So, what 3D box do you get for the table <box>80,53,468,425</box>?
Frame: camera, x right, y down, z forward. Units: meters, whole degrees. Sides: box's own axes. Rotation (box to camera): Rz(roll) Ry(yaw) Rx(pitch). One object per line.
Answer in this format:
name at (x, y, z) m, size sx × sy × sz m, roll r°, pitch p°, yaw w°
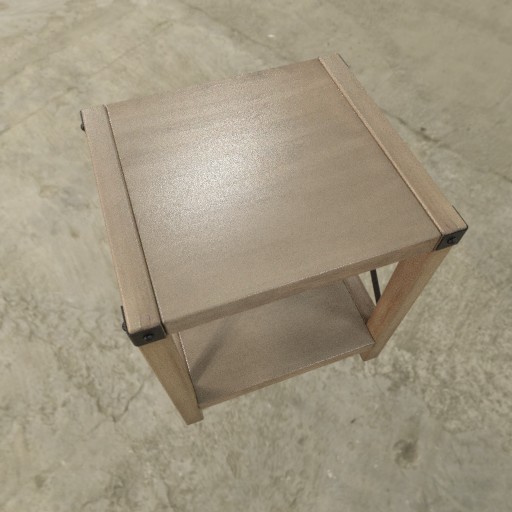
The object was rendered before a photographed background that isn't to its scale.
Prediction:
table at (0.000, 0.000, 0.940) m, size 0.510 × 0.561 × 0.459 m, roll -17°, pitch 59°, yaw -10°
